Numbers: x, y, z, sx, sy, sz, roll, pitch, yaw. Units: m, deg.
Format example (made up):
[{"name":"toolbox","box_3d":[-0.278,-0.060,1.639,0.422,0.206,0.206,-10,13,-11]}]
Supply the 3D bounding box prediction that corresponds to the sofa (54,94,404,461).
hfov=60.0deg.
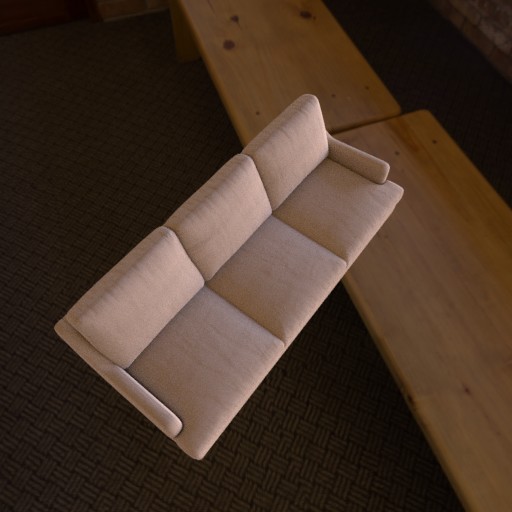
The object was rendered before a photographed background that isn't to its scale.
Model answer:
[{"name":"sofa","box_3d":[0.000,0.000,2.908,1.000,0.913,2.321,34,65,19]}]
